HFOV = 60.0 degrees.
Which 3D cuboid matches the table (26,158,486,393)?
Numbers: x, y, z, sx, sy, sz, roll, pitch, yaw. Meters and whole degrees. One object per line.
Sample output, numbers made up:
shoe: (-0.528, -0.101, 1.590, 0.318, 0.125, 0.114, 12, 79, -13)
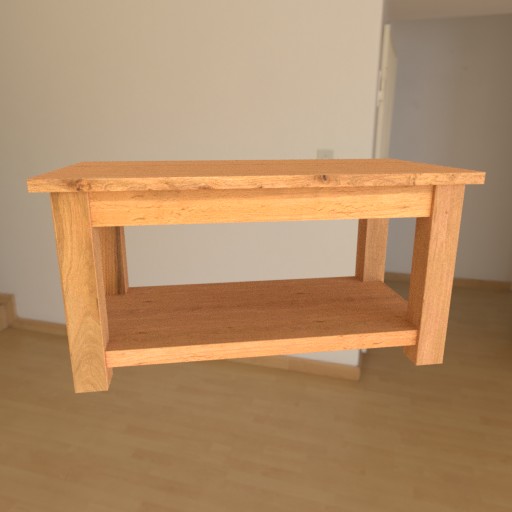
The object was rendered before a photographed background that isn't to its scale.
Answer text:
table: (0.000, 0.000, 1.133, 0.899, 0.452, 0.450, -2, 16, -8)
